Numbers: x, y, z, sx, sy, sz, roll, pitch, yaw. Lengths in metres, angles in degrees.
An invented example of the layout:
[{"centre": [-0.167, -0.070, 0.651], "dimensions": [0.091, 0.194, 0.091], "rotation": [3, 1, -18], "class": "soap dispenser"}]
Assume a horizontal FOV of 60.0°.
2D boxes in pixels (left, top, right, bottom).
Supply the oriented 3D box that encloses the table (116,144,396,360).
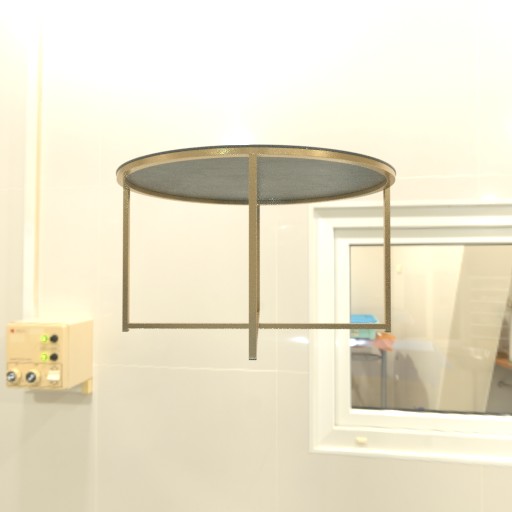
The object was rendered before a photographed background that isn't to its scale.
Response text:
[{"centre": [0.000, 0.000, 1.323], "dimensions": [0.800, 0.450, 0.800], "rotation": [0, -1, 0], "class": "table"}]
